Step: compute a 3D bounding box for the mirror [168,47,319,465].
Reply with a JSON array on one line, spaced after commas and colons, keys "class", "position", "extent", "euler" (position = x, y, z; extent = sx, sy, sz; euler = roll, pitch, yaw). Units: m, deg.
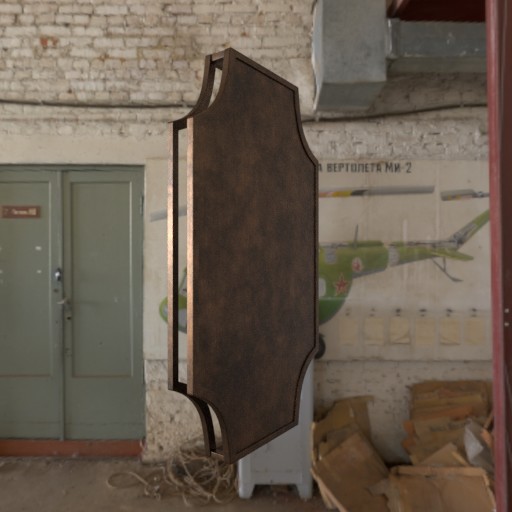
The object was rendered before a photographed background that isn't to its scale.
[{"class": "mirror", "position": [0.000, 0.000, 0.982], "extent": [0.066, 0.811, 0.462], "euler": [0, 0, 36]}]
